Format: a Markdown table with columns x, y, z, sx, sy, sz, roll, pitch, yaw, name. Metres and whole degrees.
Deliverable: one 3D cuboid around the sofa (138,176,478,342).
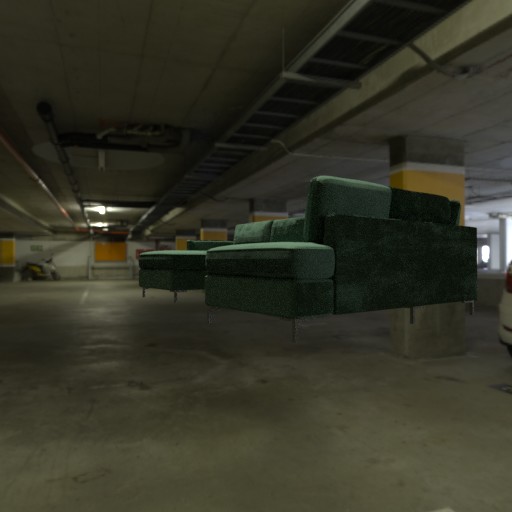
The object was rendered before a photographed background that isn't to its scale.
| x | y | z | sx | sy | sz | roll | pitch | yaw | name |
| --- | --- | --- | --- | --- | --- | --- | --- | --- | --- |
| 0.000 | 0.000 | 4.395 | 2.055 | 0.992 | 3.434 | 0 | -1 | -37 | sofa |
